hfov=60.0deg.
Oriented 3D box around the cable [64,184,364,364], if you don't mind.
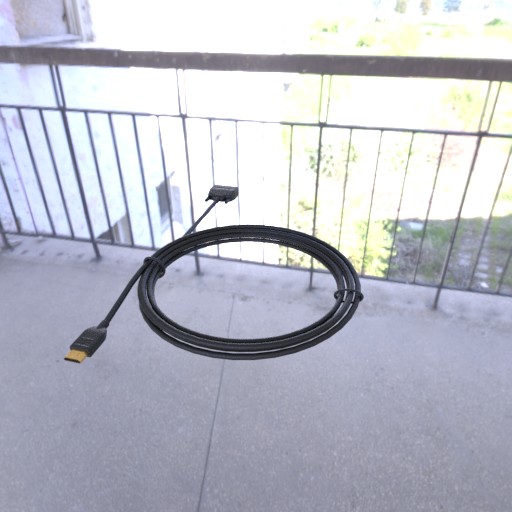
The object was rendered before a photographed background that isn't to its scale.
[{"bbox_3d":[0.000,0.000,0.526,0.257,0.030,0.422,8,31,13],"label":"cable"}]
